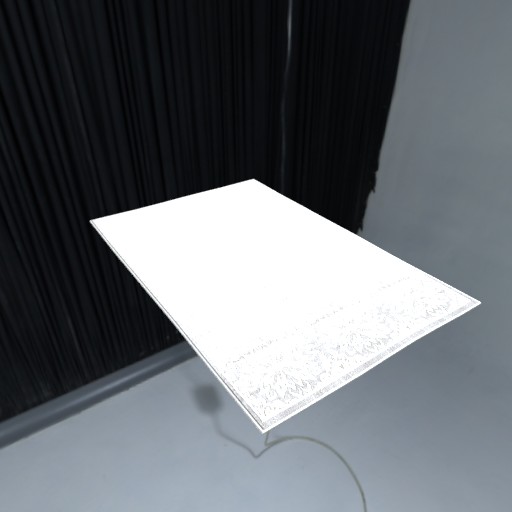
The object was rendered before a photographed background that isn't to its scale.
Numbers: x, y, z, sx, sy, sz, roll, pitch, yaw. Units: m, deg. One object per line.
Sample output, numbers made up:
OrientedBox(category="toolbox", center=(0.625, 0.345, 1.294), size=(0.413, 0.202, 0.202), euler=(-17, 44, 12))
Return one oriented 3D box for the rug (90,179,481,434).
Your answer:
OrientedBox(category="rug", center=(0.000, 0.000, 3.530), size=(1.819, 0.018, 2.746), euler=(-20, 36, -29))
